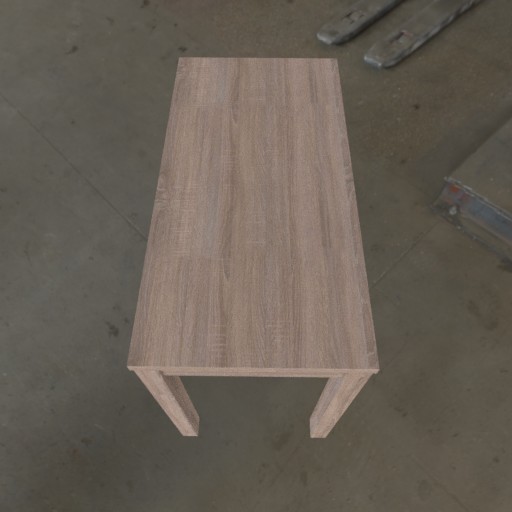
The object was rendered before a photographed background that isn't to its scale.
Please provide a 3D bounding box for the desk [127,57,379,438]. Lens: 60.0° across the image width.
[{"bbox_3d":[0.000,0.000,1.453,0.495,0.762,0.991,1,58,0],"label":"desk"}]
